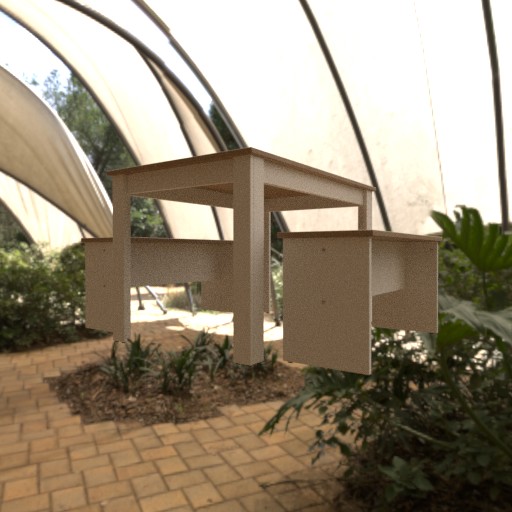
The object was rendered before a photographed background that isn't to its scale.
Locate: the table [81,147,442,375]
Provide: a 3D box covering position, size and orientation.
[{"bbox_3d":[0.000,0.000,2.058,1.443,0.700,1.100,0,1,35],"label":"table"}]
